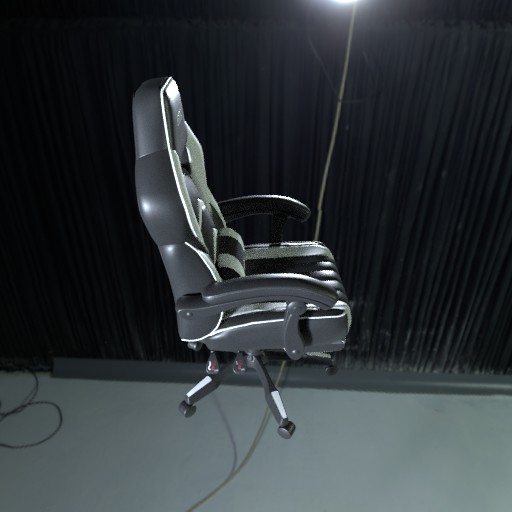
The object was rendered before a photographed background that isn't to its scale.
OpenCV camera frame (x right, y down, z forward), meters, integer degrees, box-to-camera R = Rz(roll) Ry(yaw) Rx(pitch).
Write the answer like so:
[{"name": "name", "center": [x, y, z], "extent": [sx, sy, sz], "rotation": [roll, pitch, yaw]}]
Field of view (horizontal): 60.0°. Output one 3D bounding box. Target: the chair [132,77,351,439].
[{"name": "chair", "center": [0.000, 0.000, 1.604], "extent": [0.700, 1.200, 0.676], "rotation": [-1, 32, -2]}]
